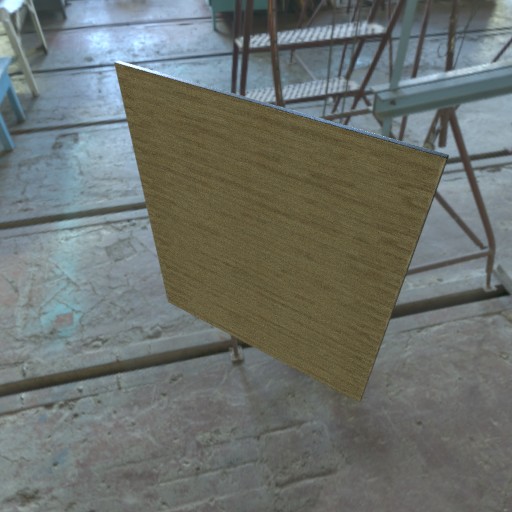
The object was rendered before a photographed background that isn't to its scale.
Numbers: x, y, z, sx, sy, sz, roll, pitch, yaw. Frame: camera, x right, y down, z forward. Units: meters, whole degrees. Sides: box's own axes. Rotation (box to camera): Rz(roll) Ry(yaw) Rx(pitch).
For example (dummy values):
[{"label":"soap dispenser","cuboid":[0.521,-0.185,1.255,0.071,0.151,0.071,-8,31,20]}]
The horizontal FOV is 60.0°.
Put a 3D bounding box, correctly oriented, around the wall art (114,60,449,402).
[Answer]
[{"label":"wall art","cuboid":[0.000,0.000,0.761,0.483,0.559,0.009,24,50,21]}]
